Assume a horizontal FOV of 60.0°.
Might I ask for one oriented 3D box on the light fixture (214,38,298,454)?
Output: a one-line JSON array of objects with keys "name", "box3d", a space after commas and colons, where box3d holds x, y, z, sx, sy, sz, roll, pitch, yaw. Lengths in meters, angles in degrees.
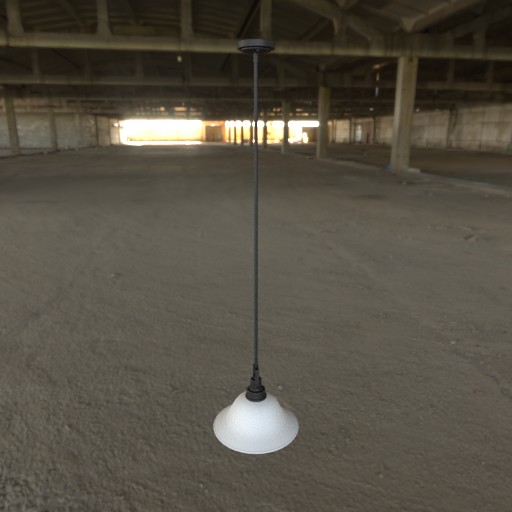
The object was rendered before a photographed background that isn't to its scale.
[{"name": "light fixture", "box3d": [0.000, 0.000, 1.516, 0.324, 1.337, 0.324, -2, 16, -8]}]
